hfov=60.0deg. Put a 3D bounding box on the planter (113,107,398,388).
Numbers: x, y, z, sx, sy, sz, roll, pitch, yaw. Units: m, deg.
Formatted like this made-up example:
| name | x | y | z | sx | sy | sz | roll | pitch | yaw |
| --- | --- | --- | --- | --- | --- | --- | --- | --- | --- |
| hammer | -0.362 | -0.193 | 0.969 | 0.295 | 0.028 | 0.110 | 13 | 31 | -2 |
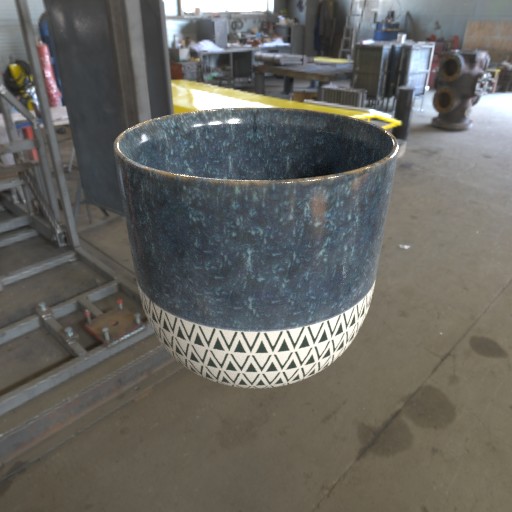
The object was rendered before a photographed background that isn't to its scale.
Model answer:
| name | x | y | z | sx | sy | sz | roll | pitch | yaw |
| --- | --- | --- | --- | --- | --- | --- | --- | --- | --- |
| planter | 0.000 | 0.000 | 0.494 | 0.266 | 0.270 | 0.266 | 0 | 29 | 0 |
